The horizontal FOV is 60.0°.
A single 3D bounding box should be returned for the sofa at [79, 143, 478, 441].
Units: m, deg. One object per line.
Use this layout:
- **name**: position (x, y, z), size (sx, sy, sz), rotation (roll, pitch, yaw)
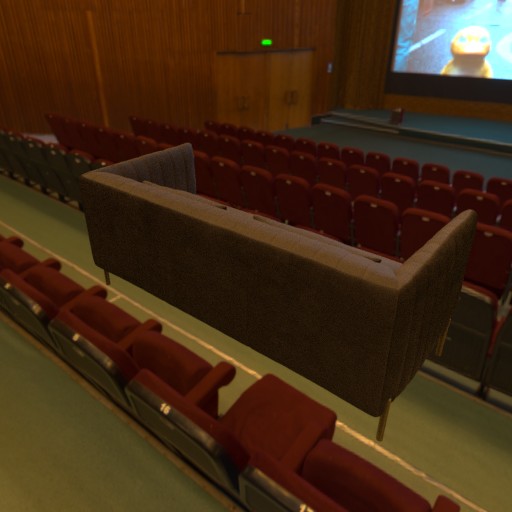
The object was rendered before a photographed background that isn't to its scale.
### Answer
- **sofa**: position (0.000, 0.000, 2.431), size (1.980, 0.780, 0.876), rotation (21, 35, 33)
